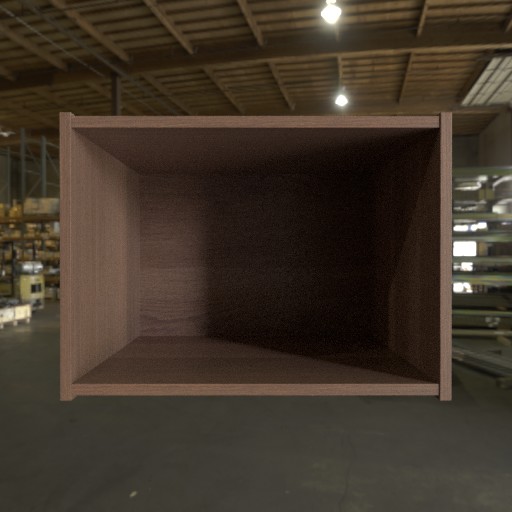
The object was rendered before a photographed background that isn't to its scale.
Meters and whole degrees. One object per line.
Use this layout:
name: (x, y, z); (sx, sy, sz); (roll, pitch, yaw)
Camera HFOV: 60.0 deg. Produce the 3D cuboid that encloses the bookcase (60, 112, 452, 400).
bookcase: (0.000, 0.000, 0.614); (0.415, 0.305, 0.290); (0, 0, 0)
